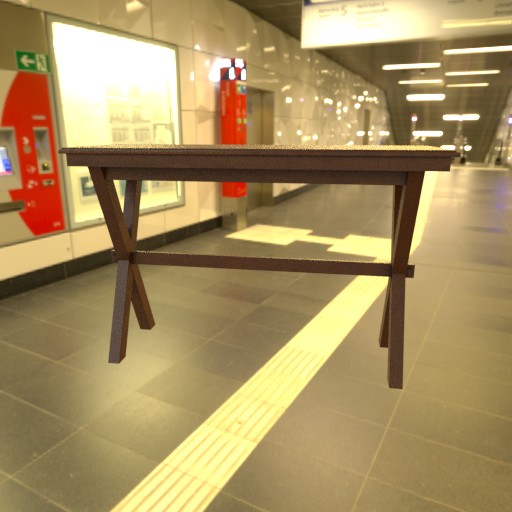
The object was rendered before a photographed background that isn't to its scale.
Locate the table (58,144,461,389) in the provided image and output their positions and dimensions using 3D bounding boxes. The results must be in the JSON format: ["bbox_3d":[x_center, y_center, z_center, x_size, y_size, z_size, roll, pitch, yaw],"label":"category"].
[{"bbox_3d":[0.000,0.000,1.592,1.197,0.763,0.399,3,16,9],"label":"table"}]
